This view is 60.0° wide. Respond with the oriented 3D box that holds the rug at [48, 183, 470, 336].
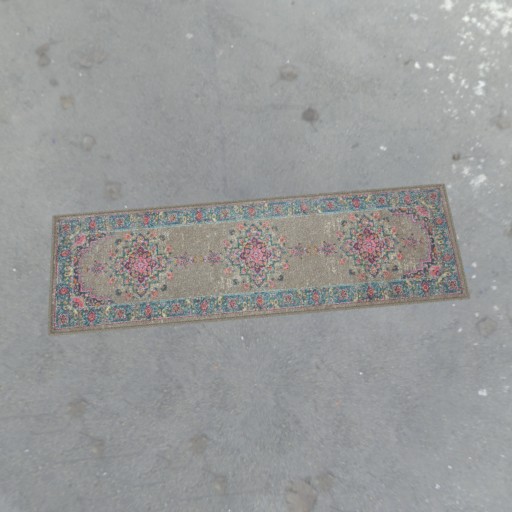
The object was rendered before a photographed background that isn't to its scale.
[{"bbox_3d":[0.000,0.000,1.981,1.827,0.012,0.553,-5,74,-1],"label":"rug"}]
